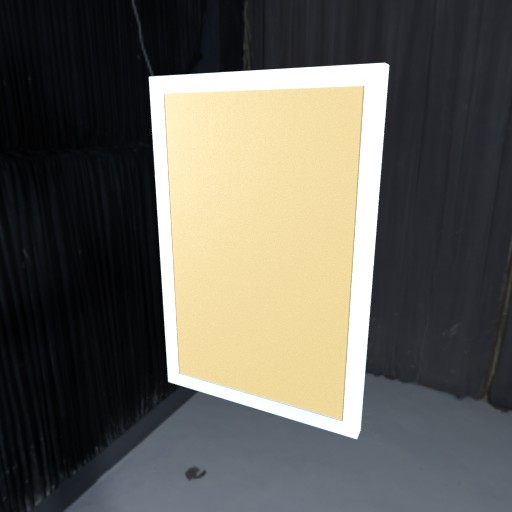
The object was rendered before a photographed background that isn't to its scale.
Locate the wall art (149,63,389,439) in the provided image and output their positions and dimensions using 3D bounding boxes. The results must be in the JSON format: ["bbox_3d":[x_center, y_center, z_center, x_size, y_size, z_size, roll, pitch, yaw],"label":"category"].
[{"bbox_3d":[0.000,0.000,1.184,0.612,0.915,0.039,8,18,25],"label":"wall art"}]
